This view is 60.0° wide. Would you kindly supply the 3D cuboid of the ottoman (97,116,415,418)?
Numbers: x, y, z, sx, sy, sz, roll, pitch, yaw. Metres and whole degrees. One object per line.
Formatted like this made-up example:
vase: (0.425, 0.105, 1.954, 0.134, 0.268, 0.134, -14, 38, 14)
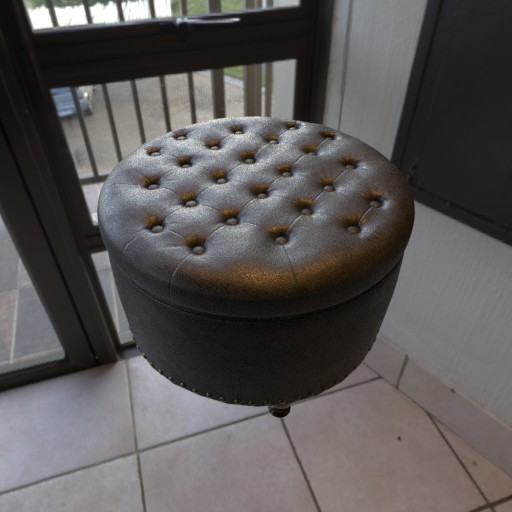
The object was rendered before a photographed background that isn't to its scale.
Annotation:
ottoman: (0.000, 0.000, 1.039, 0.637, 0.442, 0.637, 0, 41, 0)
